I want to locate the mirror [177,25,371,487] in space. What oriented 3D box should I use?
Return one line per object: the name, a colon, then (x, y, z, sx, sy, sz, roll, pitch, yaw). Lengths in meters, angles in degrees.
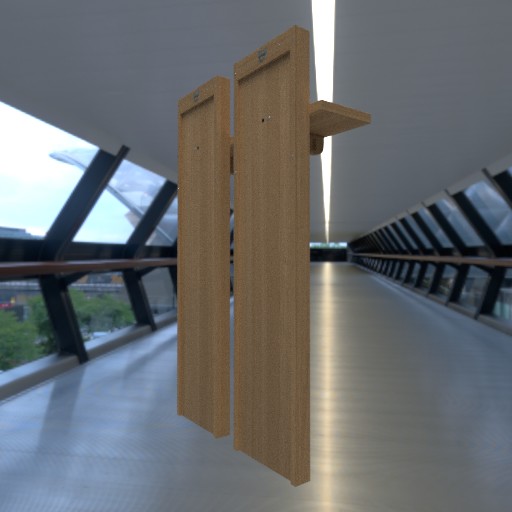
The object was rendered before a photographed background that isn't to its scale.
mirror: (0.000, 0.000, 1.559, 0.260, 1.250, 0.800, 1, -1, -36)
